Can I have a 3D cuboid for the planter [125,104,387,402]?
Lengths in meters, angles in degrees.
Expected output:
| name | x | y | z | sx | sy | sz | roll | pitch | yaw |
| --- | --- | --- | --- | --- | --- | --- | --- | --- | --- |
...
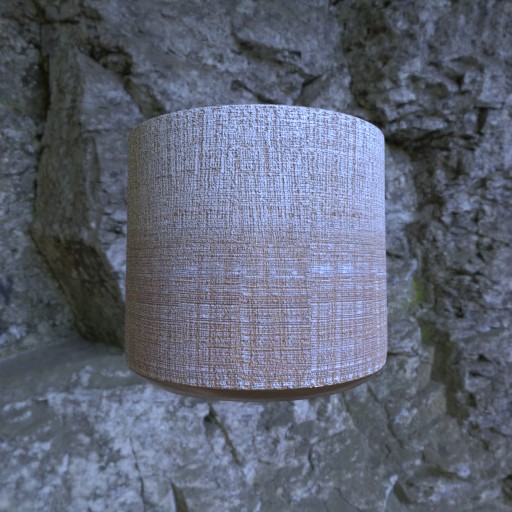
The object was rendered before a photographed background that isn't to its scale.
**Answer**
| name | x | y | z | sx | sy | sz | roll | pitch | yaw |
| --- | --- | --- | --- | --- | --- | --- | --- | --- | --- |
| planter | 0.000 | 0.000 | 0.191 | 0.109 | 0.096 | 0.109 | 0 | 0 | 0 |
